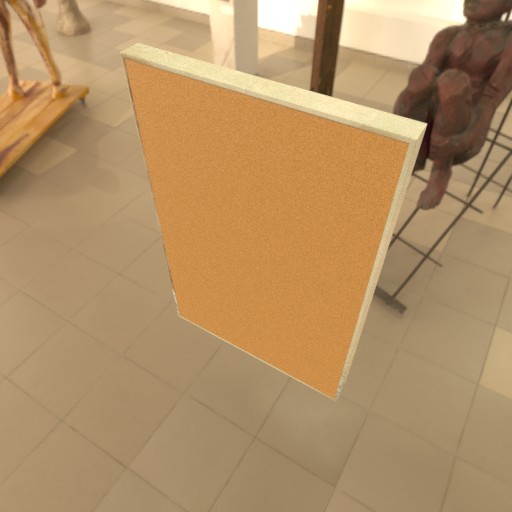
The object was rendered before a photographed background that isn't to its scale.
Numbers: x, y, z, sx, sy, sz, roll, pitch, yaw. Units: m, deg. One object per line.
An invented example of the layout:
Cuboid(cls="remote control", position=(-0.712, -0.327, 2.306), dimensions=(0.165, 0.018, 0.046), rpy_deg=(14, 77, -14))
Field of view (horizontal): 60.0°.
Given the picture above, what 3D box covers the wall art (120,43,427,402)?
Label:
Cuboid(cls="wall art", position=(0.000, 0.000, 0.753), dimensions=(0.403, 0.607, 0.036), rpy_deg=(24, 52, 21))
